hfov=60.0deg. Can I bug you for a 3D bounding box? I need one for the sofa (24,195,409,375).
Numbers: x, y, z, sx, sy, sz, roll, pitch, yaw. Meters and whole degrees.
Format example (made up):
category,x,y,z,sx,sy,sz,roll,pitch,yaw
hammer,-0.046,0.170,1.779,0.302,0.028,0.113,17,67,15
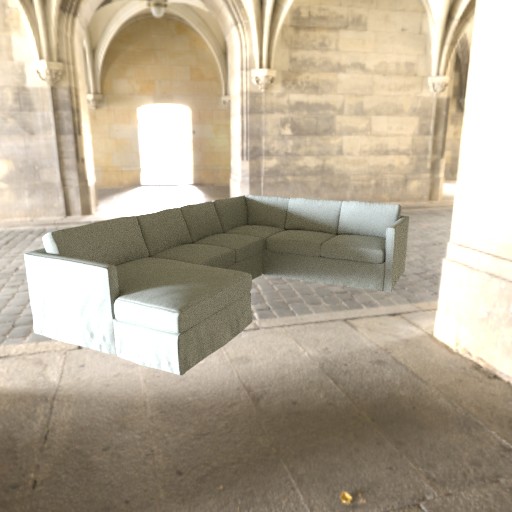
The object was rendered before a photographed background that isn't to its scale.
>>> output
category,x,y,z,sx,sy,sz,roll,pitch,yaw
sofa,0.000,0.000,4.493,2.440,0.869,3.434,7,16,27
